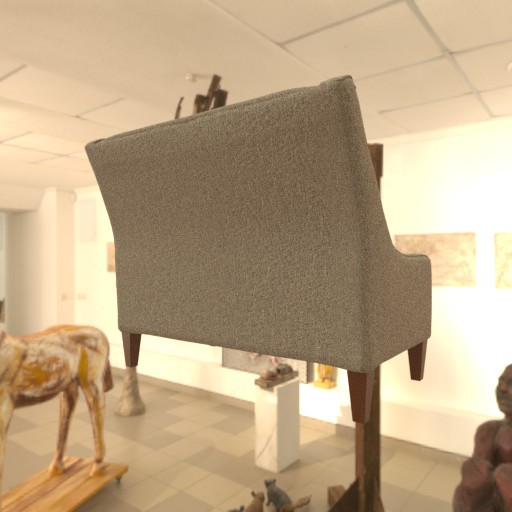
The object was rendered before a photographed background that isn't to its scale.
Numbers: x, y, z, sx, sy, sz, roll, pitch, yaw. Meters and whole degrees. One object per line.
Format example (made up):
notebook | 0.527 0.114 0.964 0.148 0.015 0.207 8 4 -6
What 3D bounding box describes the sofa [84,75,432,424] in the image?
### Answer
sofa | 0.000 0.000 1.888 1.242 1.026 0.862 0 0 37
